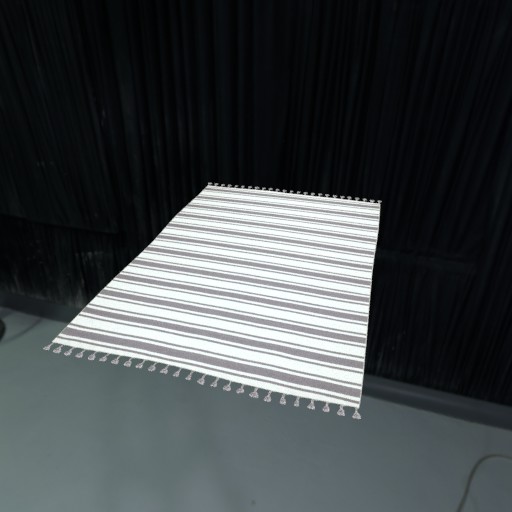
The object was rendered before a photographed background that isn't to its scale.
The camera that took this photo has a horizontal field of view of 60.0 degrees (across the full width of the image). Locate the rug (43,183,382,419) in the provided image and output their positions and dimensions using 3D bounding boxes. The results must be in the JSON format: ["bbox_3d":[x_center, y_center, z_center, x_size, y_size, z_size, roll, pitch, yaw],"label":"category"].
[{"bbox_3d":[0.000,0.000,3.882,2.030,0.017,3.040,8,32,13],"label":"rug"}]
